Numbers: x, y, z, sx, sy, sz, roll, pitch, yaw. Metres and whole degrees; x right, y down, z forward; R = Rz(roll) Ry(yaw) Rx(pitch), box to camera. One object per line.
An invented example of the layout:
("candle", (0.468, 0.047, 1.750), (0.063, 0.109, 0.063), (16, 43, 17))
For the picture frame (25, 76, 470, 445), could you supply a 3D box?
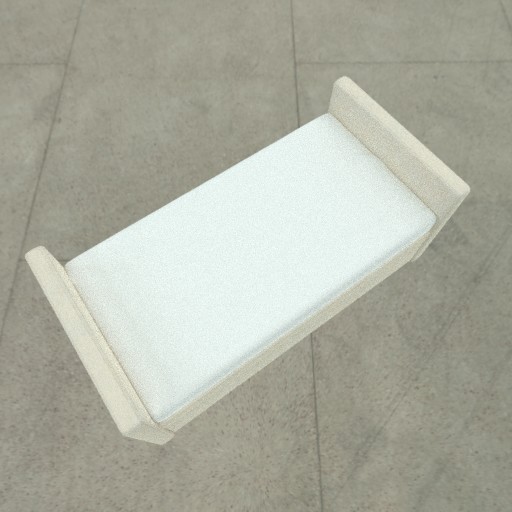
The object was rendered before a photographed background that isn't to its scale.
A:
("picture frame", (0.000, 0.000, 2.733), (2.161, 0.891, 1.069), (-33, 69, -15))
